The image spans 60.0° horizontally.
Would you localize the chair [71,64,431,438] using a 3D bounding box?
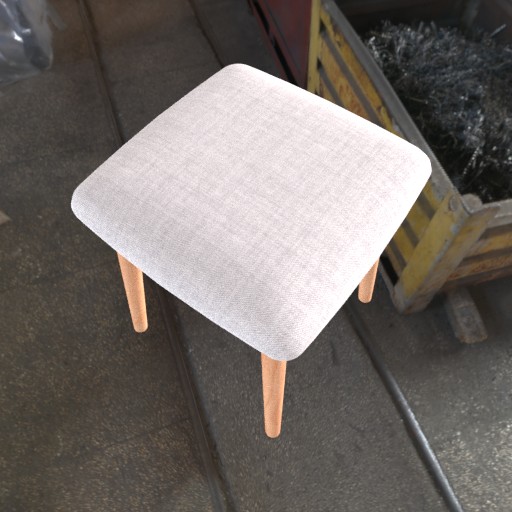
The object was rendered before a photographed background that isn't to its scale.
[{"bbox_3d":[0.000,0.000,0.705,0.350,0.440,0.350,33,64,18],"label":"chair"}]
